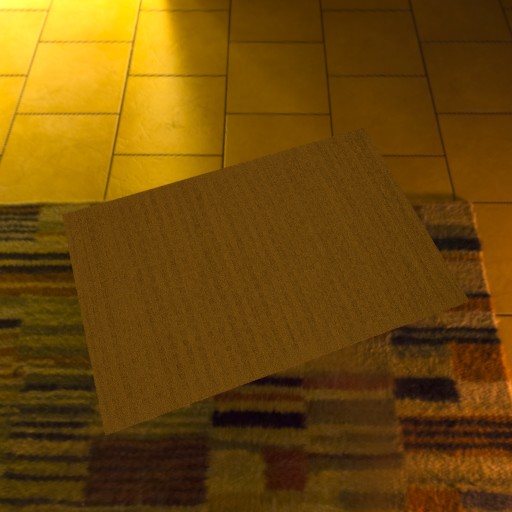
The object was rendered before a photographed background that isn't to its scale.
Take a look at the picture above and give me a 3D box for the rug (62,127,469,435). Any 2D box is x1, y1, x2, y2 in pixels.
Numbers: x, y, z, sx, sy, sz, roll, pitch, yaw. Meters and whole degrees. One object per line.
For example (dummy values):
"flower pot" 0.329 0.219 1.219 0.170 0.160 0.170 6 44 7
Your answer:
"rug" 0.000 0.000 2.222 1.752 0.006 1.142 -18 65 -9
